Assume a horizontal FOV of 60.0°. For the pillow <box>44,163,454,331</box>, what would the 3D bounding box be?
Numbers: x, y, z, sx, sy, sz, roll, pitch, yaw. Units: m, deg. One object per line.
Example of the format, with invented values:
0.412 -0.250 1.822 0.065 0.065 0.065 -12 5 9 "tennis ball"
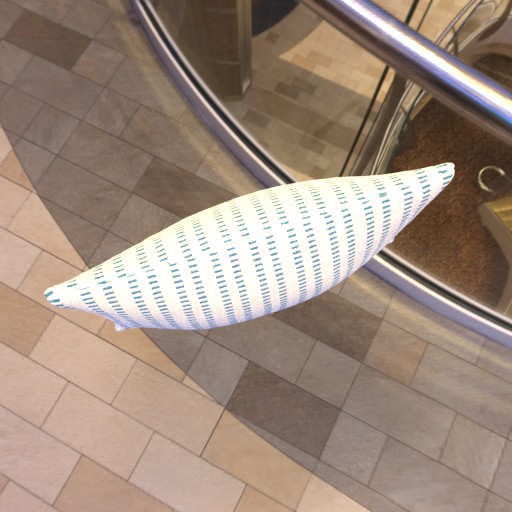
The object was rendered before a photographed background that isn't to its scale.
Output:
0.000 0.000 0.811 0.640 0.353 0.210 -18 76 -5 "pillow"
